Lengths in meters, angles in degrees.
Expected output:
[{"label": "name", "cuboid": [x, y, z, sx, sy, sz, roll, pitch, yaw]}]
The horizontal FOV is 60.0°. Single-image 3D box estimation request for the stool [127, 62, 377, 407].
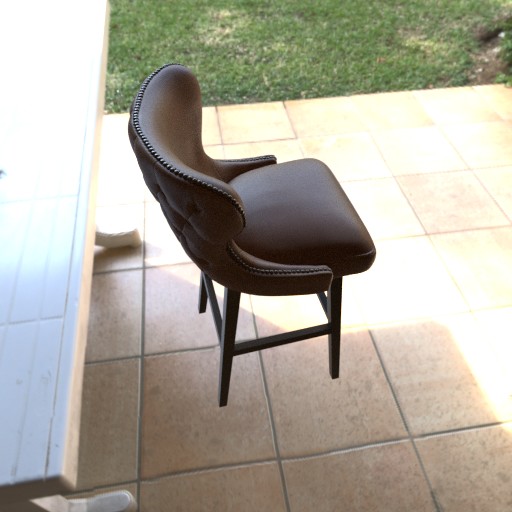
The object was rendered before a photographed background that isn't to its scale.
[{"label": "stool", "cuboid": [0.000, 0.000, 1.445, 0.606, 1.087, 0.591, -11, 49, -10]}]
